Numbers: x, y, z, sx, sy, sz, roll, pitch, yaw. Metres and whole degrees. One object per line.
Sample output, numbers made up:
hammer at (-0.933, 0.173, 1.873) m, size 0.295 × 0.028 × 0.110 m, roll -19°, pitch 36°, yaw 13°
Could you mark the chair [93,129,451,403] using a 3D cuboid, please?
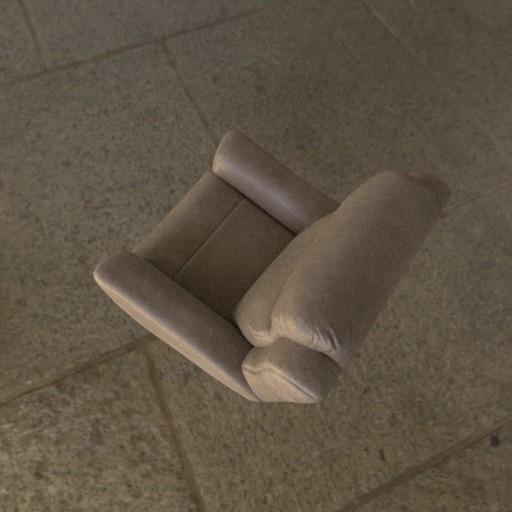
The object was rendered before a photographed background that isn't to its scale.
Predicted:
chair at (0.000, 0.000, 1.870) m, size 1.068 × 1.116 × 0.967 m, roll 33°, pitch 68°, yaw 15°
